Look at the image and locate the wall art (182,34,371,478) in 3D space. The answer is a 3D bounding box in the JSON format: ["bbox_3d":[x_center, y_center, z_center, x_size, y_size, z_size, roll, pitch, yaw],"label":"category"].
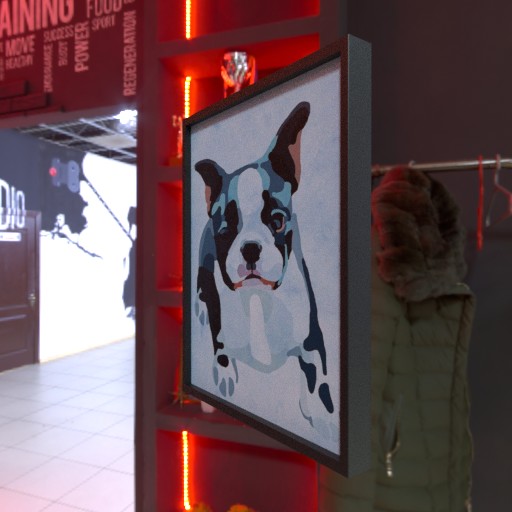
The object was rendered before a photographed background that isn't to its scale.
[{"bbox_3d":[0.000,0.000,0.494,0.030,0.369,0.294,0,0,-37],"label":"wall art"}]
